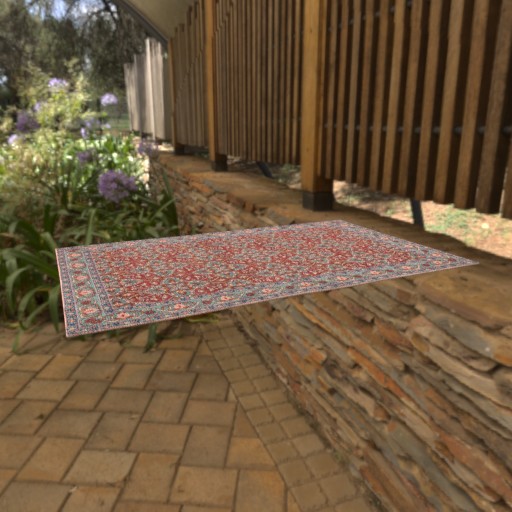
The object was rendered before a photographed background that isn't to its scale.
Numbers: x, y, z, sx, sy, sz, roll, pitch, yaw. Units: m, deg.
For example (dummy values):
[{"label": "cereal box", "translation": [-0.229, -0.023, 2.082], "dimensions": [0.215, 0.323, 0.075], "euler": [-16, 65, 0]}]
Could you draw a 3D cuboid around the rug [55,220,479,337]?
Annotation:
[{"label": "rug", "translation": [0.000, 0.000, 2.989], "dimensions": [2.439, 0.011, 1.533], "euler": [-7, 18, -24]}]
